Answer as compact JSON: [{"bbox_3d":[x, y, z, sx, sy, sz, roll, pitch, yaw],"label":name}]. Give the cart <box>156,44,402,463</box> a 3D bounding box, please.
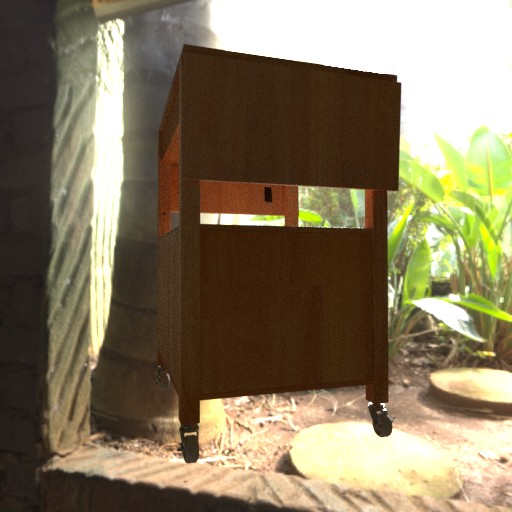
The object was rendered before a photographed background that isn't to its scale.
[{"bbox_3d":[0.000,0.000,1.244,0.508,0.838,0.640,0,-1,-17],"label":"cart"}]
